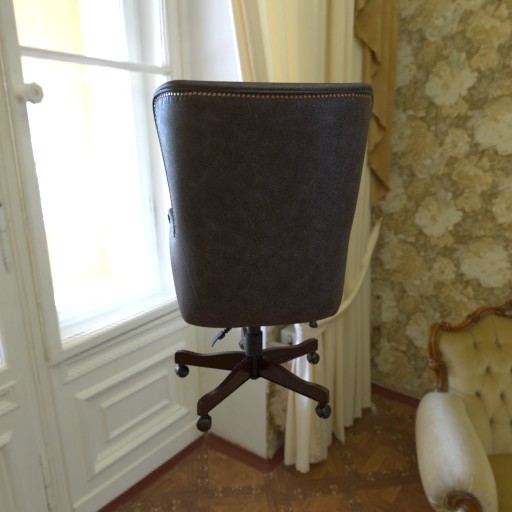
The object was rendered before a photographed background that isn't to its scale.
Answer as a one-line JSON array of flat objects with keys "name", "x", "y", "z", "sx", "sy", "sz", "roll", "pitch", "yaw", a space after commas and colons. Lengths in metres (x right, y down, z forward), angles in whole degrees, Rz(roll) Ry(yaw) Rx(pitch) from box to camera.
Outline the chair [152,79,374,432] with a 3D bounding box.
[{"name": "chair", "x": 0.000, "y": 0.000, "z": 1.479, "sx": 0.594, "sy": 1.037, "sz": 0.717, "roll": -2, "pitch": 16, "yaw": -8}]
